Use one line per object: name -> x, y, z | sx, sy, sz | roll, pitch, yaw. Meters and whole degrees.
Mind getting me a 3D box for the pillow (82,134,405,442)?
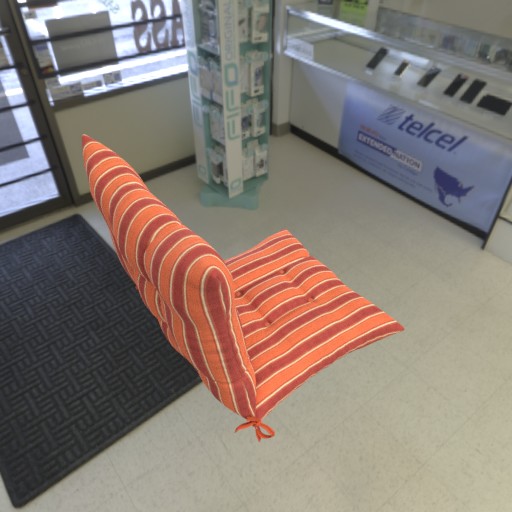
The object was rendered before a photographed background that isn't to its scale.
pillow -> 0.000, 0.000, 1.013 | 0.585, 0.536, 0.541 | -25, 47, -26
